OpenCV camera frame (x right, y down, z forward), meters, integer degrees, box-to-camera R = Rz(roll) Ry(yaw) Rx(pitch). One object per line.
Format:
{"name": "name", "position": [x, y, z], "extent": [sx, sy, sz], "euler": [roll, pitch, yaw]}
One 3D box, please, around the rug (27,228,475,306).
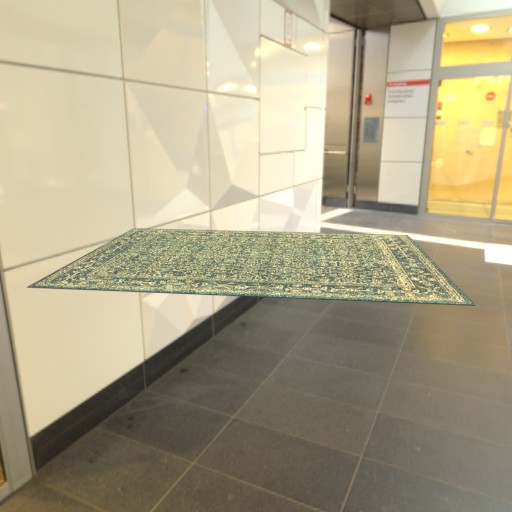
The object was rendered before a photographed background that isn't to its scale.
{"name": "rug", "position": [0.000, 0.000, 2.354], "extent": [1.819, 0.005, 1.200], "euler": [2, 16, 6]}
